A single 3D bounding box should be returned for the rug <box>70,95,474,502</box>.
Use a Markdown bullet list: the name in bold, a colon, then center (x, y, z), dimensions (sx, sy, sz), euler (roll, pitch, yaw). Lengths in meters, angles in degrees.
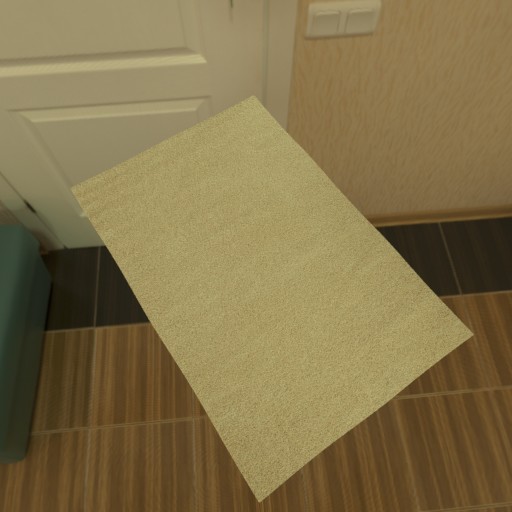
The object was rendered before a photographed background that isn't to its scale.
- **rug**: center (0.000, 0.000, 3.331), dimensions (1.800, 0.025, 2.699), euler (-32, 68, -14)
